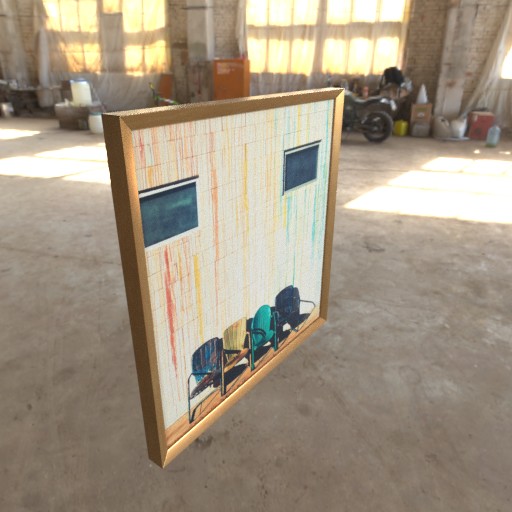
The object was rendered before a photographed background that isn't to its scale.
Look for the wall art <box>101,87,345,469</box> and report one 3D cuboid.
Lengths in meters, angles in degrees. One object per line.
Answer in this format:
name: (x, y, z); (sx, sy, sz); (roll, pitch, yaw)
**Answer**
wall art: (0.000, 0.000, 0.447); (0.019, 0.302, 0.302); (17, 30, 33)
